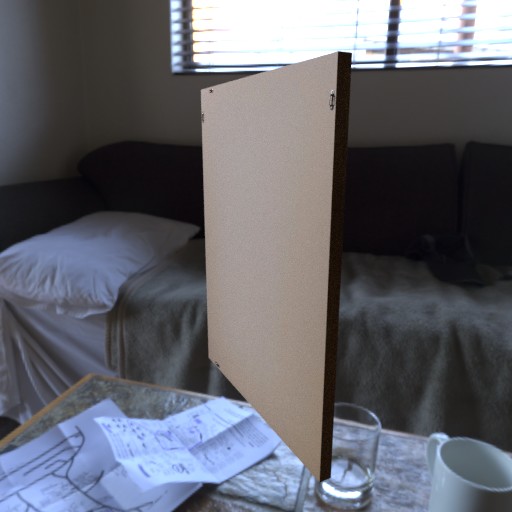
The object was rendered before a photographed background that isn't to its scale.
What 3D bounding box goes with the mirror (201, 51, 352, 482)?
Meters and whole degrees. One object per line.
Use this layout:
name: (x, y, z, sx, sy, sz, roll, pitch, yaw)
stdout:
mirror: (0.000, 0.000, 1.337, 0.040, 1.016, 0.762, -7, 16, -27)
